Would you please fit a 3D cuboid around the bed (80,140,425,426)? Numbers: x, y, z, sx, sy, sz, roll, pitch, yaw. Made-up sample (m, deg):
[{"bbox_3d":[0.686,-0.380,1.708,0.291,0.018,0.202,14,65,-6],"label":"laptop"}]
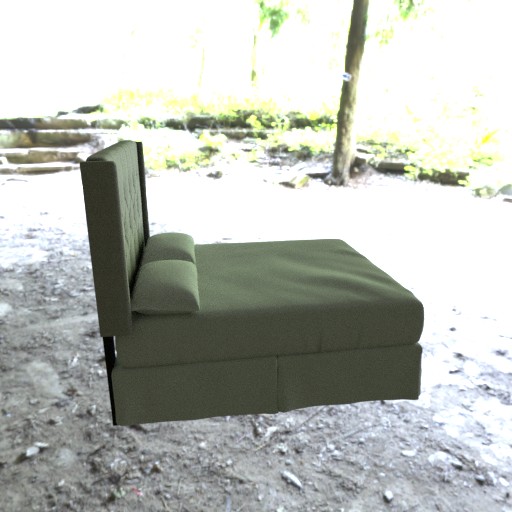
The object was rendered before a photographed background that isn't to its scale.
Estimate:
[{"bbox_3d":[0.000,0.000,3.399,2.066,1.665,1.719,-3,18,-9],"label":"bed"}]
